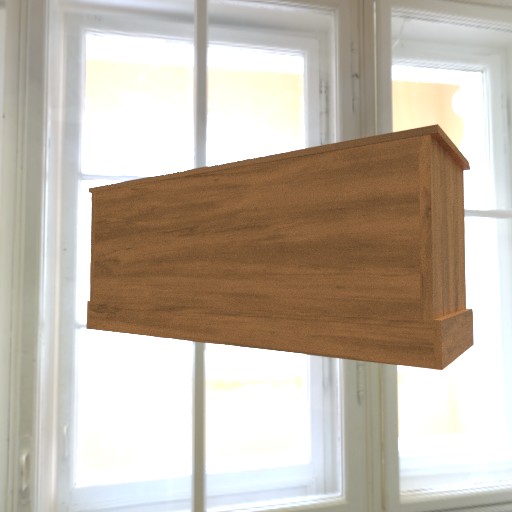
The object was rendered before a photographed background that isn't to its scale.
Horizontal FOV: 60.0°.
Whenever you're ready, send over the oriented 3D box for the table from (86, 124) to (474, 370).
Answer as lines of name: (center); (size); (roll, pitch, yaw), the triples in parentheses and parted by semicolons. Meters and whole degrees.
table: (0.000, 0.000, 1.421); (1.200, 0.510, 0.400); (-2, -3, 35)
